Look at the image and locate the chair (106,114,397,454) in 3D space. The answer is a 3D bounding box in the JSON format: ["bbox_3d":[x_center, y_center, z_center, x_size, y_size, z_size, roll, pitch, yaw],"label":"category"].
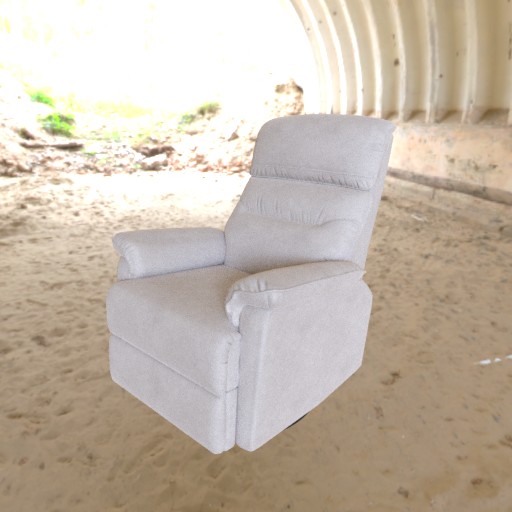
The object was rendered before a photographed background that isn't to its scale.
[{"bbox_3d":[0.000,0.000,1.699,0.820,1.039,1.001,16,23,40],"label":"chair"}]
